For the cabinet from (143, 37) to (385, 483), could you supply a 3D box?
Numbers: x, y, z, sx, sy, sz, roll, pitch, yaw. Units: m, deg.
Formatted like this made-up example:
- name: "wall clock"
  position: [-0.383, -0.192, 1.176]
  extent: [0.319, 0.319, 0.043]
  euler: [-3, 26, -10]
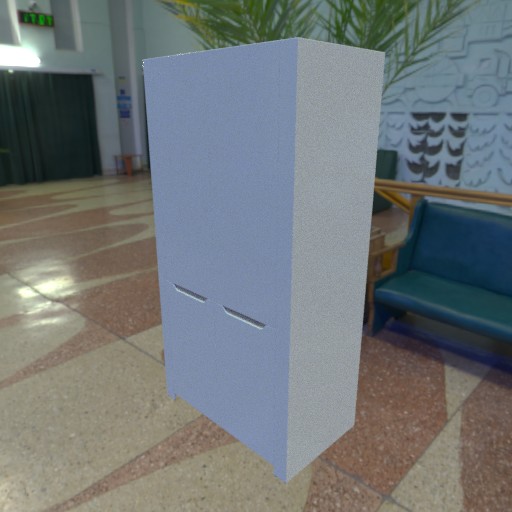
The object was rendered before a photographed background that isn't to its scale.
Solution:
- name: "cabinet"
  position: [0.000, 0.000, 2.323]
  extent: [0.980, 1.920, 0.580]
  euler: [17, 25, 42]
